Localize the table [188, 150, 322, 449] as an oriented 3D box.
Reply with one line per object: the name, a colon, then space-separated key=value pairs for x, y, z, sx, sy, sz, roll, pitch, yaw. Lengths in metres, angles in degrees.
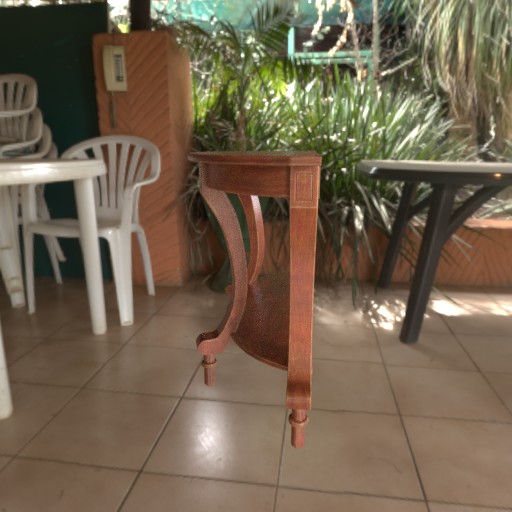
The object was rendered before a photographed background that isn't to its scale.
table: x=0.000 y=0.000 z=1.532 sx=0.394 sy=0.699 sz=1.198 roll=2 pitch=14 yaw=6
